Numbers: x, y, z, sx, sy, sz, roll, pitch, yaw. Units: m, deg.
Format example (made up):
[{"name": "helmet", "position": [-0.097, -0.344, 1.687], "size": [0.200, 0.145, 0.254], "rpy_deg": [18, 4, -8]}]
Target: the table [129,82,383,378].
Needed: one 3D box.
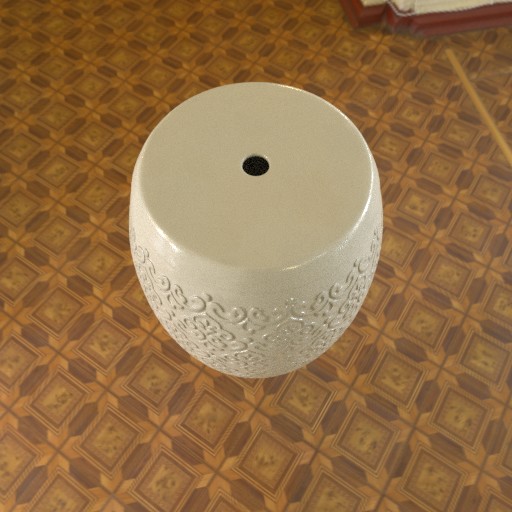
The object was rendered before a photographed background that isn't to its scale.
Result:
[{"name": "table", "position": [0.000, 0.000, 0.608], "size": [0.309, 0.397, 0.309], "rpy_deg": [0, 63, 0]}]
